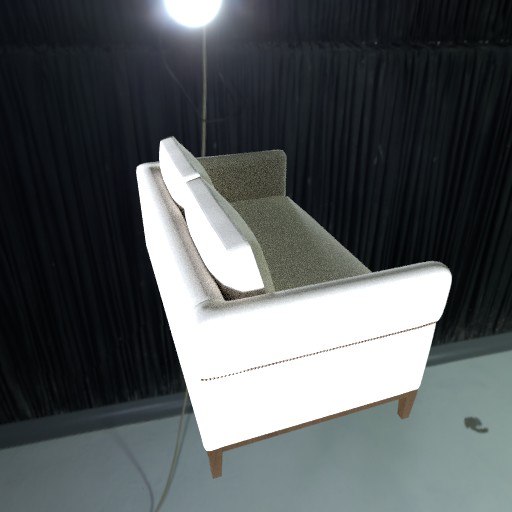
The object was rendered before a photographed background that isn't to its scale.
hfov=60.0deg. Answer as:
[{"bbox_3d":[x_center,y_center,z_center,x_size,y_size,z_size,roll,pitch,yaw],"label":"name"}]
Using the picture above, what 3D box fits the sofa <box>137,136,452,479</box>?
[{"bbox_3d":[0.000,0.000,2.126,0.905,0.873,1.598,-10,31,-17],"label":"sofa"}]
